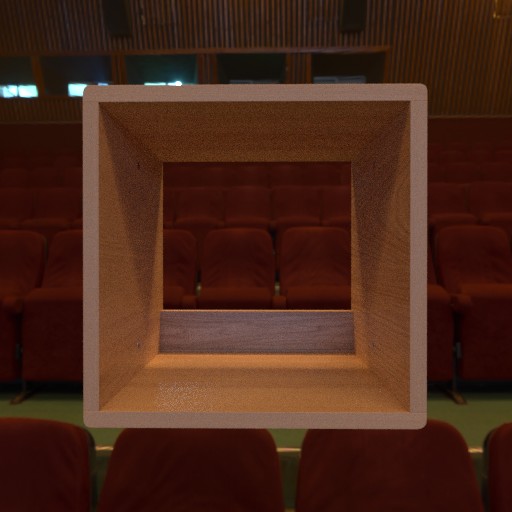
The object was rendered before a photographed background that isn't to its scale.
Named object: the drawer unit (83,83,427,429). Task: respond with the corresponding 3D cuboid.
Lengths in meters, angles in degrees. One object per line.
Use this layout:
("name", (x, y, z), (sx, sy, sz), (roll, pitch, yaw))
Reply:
("drawer unit", (0.000, 0.000, 0.588), (0.344, 0.344, 0.290), (0, 0, 1))
